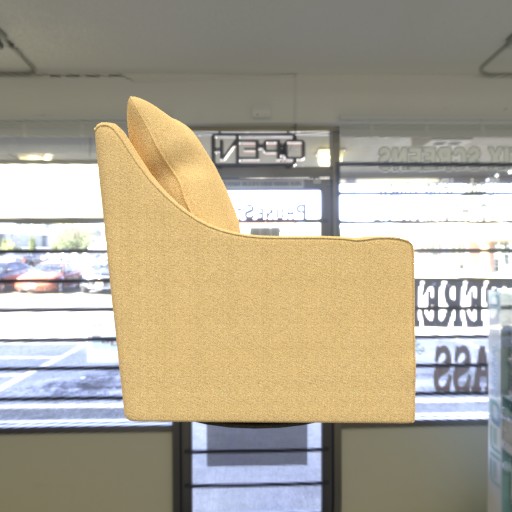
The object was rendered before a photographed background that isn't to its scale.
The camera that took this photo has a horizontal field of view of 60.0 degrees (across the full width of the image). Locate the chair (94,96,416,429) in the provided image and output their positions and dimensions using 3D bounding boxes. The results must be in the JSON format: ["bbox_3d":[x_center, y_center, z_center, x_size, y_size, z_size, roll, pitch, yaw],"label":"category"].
[{"bbox_3d":[0.000,0.000,1.540,0.876,0.927,0.760,0,0,1],"label":"chair"}]
